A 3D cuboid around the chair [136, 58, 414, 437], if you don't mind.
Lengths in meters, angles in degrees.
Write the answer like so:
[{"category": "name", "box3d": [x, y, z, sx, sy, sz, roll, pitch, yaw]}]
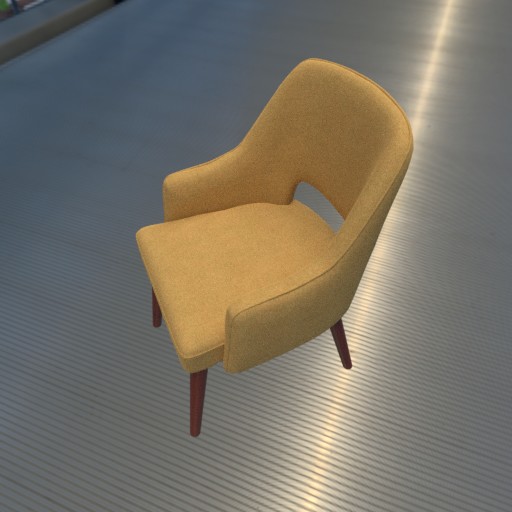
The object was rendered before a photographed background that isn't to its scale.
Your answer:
[{"category": "chair", "box3d": [0.000, 0.000, 1.199, 0.605, 0.849, 0.548, -18, 49, -16]}]
